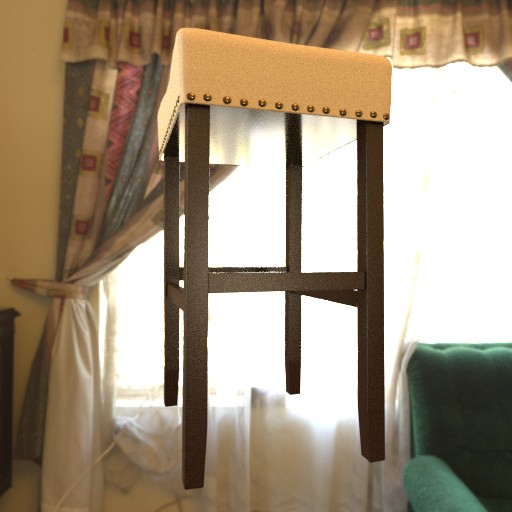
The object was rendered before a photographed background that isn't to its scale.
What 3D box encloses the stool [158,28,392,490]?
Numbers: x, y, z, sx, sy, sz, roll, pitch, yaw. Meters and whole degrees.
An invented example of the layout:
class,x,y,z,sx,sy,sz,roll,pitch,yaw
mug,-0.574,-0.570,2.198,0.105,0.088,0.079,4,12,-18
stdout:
class,x,y,z,sx,sy,sz,roll,pitch,yaw
stool,0.000,0.000,0.988,0.401,0.762,0.471,0,0,-16
